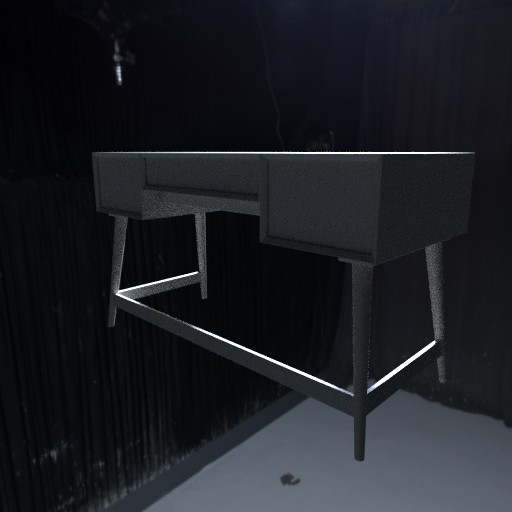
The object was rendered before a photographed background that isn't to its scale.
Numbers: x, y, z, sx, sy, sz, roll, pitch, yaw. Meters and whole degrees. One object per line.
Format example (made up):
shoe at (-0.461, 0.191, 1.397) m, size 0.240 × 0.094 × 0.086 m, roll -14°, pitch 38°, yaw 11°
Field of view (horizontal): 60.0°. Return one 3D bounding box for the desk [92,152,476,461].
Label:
desk at (0.000, 0.000, 1.678) m, size 1.313 × 0.762 × 0.589 m, roll 12°, pitch 18°, yaw 42°
